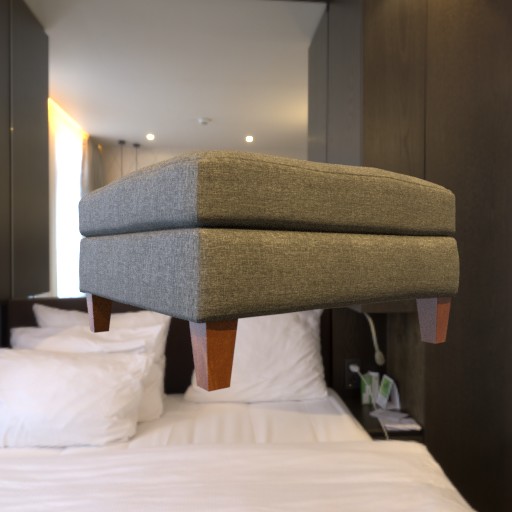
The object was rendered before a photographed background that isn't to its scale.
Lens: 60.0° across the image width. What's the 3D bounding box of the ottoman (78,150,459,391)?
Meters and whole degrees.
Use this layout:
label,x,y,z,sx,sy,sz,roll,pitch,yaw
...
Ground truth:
label,x,y,z,sx,sy,sz,roll,pitch,yaw
ottoman,0.000,0.000,1.329,0.838,0.481,0.838,0,1,-36
